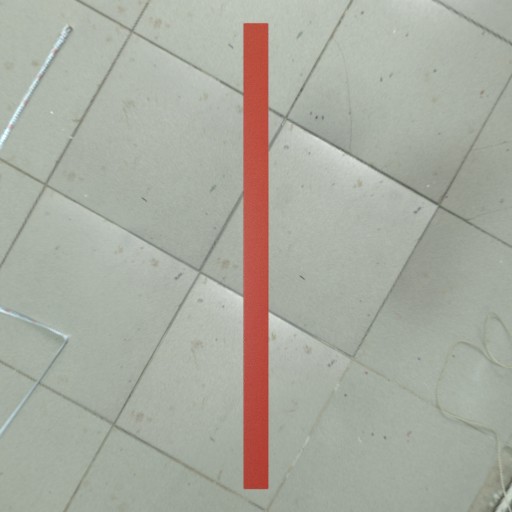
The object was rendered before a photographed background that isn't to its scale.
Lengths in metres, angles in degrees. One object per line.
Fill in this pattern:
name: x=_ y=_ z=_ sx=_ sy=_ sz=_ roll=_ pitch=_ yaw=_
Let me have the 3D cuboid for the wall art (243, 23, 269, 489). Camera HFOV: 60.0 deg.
wall art: x=0.000 y=0.000 z=0.779 sx=0.033 sy=0.405 sz=0.607 roll=0 pitch=90 yaw=0
